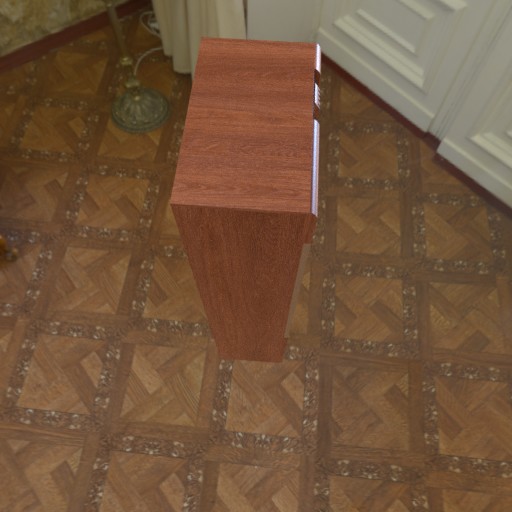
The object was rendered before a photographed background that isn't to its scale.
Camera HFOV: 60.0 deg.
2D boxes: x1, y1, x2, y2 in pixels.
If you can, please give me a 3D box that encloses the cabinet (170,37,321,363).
[{"bbox_3d":[0.000,0.000,2.237,0.420,1.980,0.660,4,65,2],"label":"cabinet"}]
